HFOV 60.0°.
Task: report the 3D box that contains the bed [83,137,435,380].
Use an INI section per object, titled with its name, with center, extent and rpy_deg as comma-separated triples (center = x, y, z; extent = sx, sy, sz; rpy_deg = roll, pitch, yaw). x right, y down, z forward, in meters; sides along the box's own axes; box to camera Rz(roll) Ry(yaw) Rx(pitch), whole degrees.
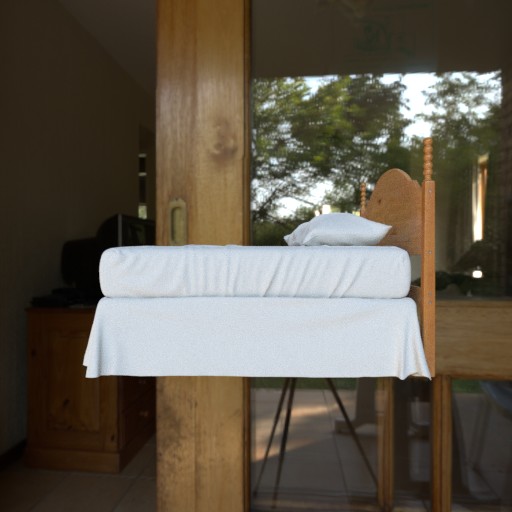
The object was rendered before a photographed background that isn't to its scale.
[bed]
center = 0.000, 0.000, 3.317
extent = 2.040, 1.356, 1.873
rpy_deg = 0, 0, 1
